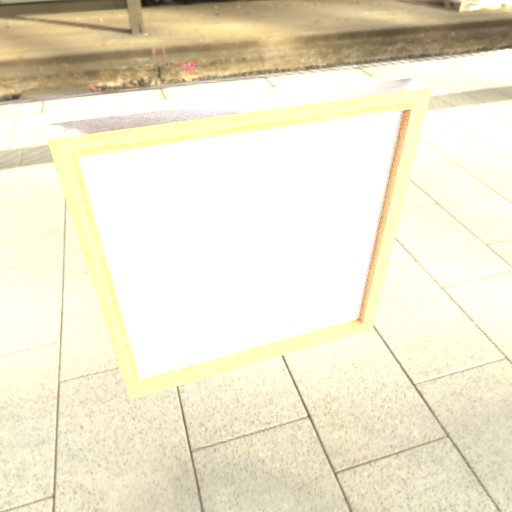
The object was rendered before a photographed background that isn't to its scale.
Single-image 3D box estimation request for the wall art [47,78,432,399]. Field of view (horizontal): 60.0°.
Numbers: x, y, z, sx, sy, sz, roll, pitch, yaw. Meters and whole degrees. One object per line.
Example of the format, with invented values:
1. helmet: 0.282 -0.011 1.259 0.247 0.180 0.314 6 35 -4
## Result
1. wall art: 0.000 0.000 0.438 0.303 0.303 0.028 -13 41 -15
